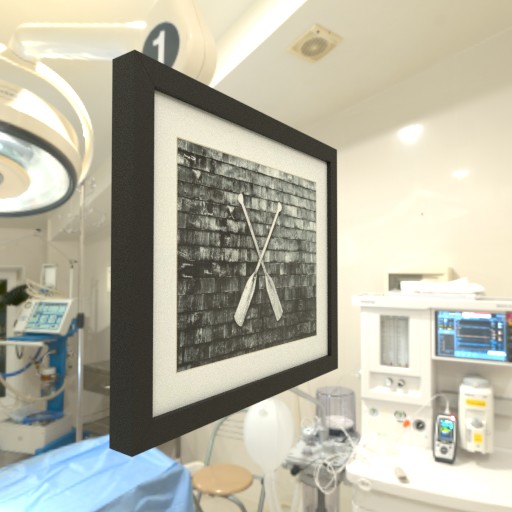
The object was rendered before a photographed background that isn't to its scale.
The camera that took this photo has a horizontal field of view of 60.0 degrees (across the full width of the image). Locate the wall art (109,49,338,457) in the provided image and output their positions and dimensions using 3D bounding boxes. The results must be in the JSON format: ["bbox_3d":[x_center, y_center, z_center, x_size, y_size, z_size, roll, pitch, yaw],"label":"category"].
[{"bbox_3d":[0.000,0.000,0.521,0.029,0.330,0.381,-1,-2,36],"label":"wall art"}]
